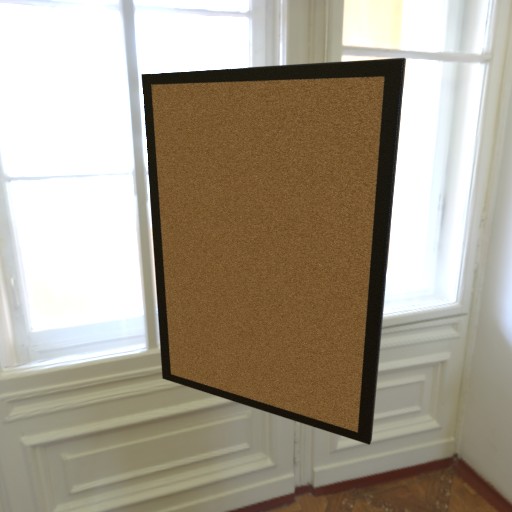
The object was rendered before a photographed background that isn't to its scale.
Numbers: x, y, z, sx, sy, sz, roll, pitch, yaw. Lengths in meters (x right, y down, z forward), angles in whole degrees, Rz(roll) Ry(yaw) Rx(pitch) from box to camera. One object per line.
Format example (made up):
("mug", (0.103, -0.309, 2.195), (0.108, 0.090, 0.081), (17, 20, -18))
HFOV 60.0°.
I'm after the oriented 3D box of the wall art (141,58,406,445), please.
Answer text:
("wall art", (0.000, 0.000, 0.834), (0.480, 0.657, 0.016), (9, 19, 26))
